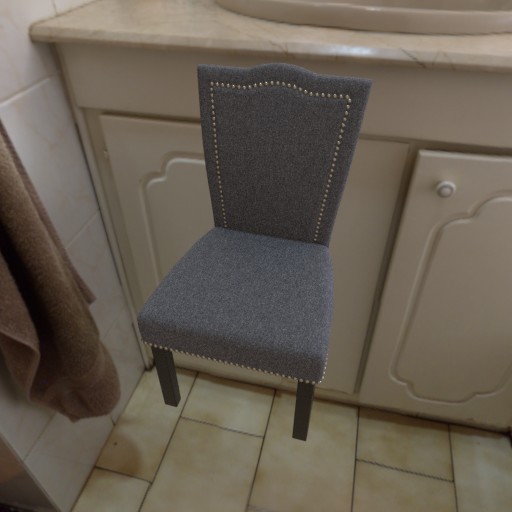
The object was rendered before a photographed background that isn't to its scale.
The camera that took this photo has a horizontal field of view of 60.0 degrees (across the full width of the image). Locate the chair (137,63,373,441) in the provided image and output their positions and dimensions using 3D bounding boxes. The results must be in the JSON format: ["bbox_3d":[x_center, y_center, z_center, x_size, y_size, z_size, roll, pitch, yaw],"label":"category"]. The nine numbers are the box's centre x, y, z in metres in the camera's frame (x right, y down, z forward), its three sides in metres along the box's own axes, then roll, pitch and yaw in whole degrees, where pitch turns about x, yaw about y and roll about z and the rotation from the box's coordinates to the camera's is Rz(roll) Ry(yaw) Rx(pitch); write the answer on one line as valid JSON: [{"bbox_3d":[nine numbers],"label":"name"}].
[{"bbox_3d":[0.000,0.000,1.312,0.518,0.946,0.589,10,41,12],"label":"chair"}]
